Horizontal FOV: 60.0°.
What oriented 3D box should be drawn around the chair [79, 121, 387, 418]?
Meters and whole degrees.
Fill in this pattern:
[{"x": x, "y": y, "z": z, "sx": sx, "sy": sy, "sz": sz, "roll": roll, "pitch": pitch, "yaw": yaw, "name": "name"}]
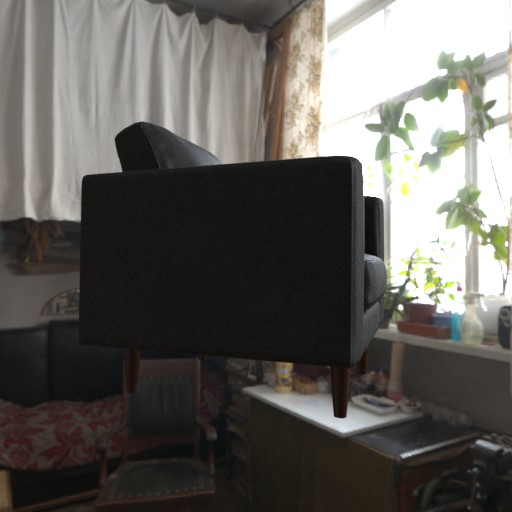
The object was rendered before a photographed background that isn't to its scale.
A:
[{"x": 0.000, "y": 0.000, "z": 1.588, "sx": 0.879, "sy": 0.898, "sz": 0.831, "roll": 0, "pitch": -1, "yaw": 20, "name": "chair"}]
